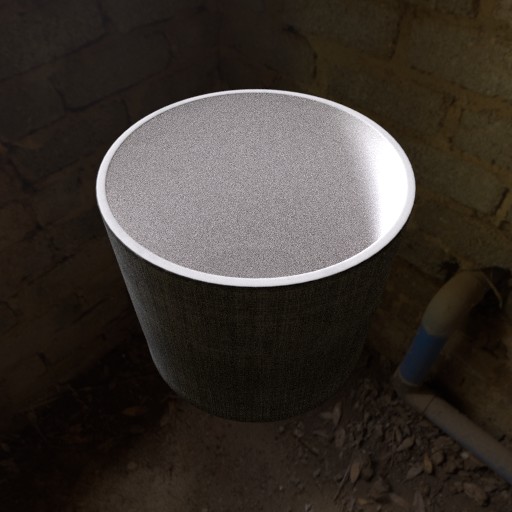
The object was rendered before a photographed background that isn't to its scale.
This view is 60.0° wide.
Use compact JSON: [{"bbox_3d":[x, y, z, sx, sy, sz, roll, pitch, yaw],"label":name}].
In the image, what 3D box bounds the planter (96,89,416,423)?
[{"bbox_3d":[0.000,0.000,0.443,0.254,0.221,0.254,0,48,0],"label":"planter"}]
